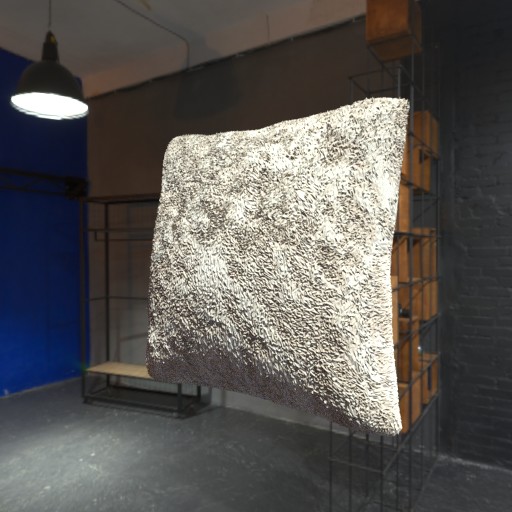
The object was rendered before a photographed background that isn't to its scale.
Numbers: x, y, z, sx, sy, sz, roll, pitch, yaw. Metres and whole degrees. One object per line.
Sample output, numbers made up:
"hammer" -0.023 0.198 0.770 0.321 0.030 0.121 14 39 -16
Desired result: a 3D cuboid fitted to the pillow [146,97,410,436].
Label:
"pillow" 0.000 0.000 0.792 0.529 0.515 0.218 0 1 35
